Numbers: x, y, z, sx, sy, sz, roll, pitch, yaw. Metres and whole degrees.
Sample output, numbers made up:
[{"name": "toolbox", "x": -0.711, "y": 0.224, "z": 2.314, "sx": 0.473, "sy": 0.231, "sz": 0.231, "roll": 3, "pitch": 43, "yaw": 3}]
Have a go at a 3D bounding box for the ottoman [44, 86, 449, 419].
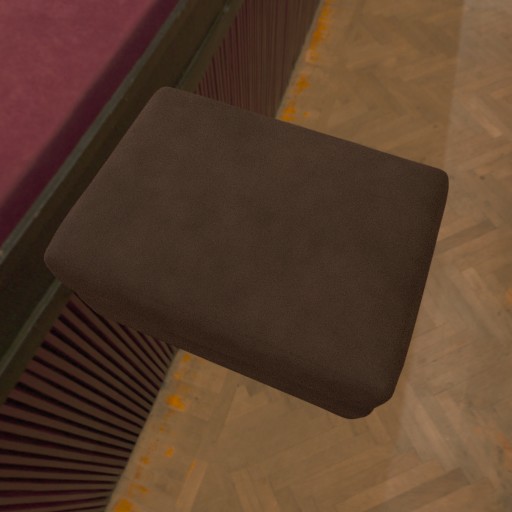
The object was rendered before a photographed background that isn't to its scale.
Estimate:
[{"name": "ottoman", "x": 0.000, "y": 0.000, "z": 1.143, "sx": 0.773, "sy": 0.497, "sz": 0.574, "roll": 20, "pitch": 65, "yaw": 10}]
